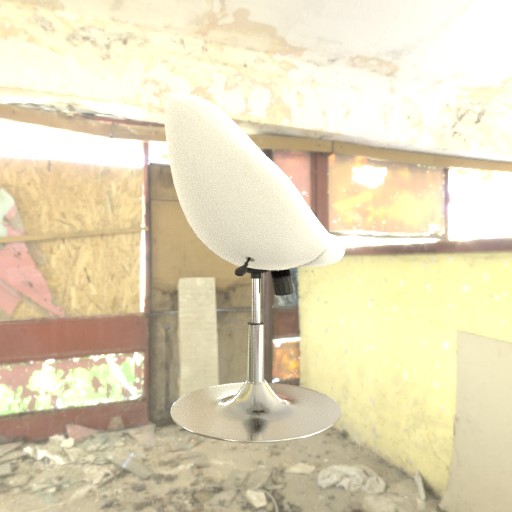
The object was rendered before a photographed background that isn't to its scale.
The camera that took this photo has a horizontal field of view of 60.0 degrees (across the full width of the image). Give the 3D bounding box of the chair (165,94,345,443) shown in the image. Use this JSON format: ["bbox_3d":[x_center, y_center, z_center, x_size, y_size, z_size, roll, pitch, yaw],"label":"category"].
[{"bbox_3d":[0.000,0.000,1.853,0.736,1.261,0.940,0,0,-2],"label":"chair"}]
